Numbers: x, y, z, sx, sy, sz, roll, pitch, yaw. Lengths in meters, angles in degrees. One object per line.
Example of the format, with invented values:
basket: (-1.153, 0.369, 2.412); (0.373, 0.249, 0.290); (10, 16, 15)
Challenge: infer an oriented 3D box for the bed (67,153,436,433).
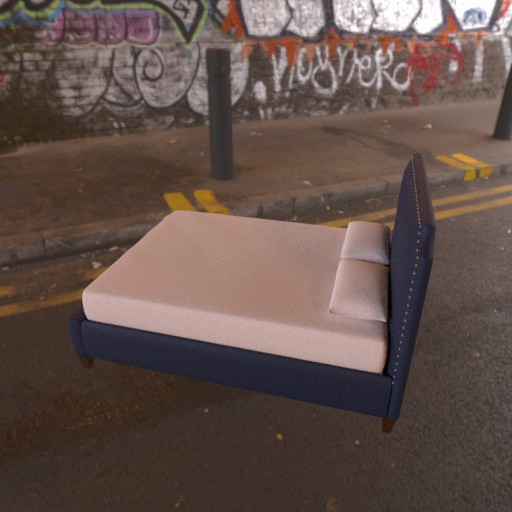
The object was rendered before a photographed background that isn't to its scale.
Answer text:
bed: (0.000, 0.000, 3.484); (2.372, 1.443, 1.712); (8, 29, 14)
